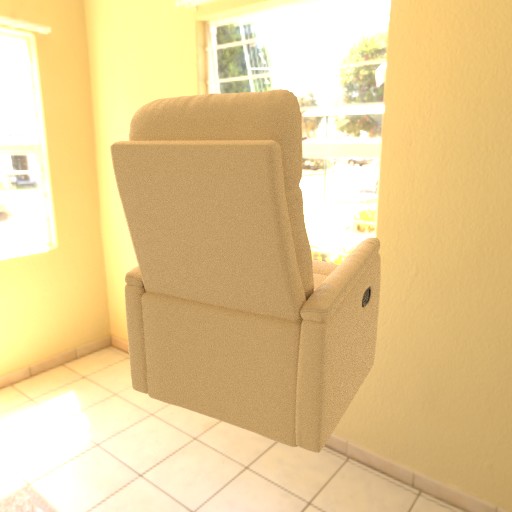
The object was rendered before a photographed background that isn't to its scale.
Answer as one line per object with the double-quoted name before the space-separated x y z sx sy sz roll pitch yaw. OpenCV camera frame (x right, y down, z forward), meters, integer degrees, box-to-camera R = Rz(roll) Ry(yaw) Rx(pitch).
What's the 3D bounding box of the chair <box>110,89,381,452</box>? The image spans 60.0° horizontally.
"chair" 0.000 0.000 1.635 0.775 1.082 0.831 8 16 28
